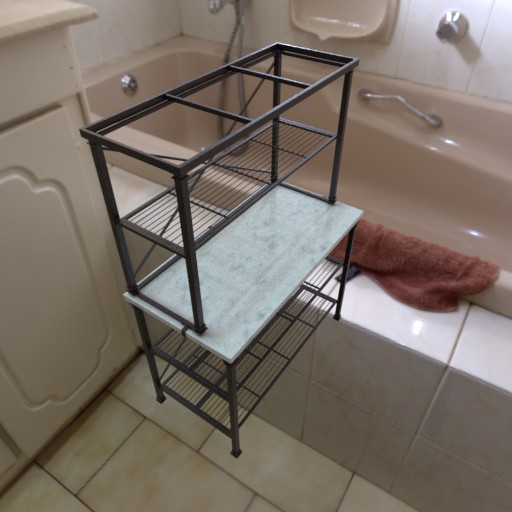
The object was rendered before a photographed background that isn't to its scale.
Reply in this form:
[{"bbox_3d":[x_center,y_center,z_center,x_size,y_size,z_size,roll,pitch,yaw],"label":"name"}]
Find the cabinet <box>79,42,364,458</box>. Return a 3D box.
[{"bbox_3d":[0.000,0.000,2.241,0.610,1.659,1.210,25,47,26],"label":"cabinet"}]
